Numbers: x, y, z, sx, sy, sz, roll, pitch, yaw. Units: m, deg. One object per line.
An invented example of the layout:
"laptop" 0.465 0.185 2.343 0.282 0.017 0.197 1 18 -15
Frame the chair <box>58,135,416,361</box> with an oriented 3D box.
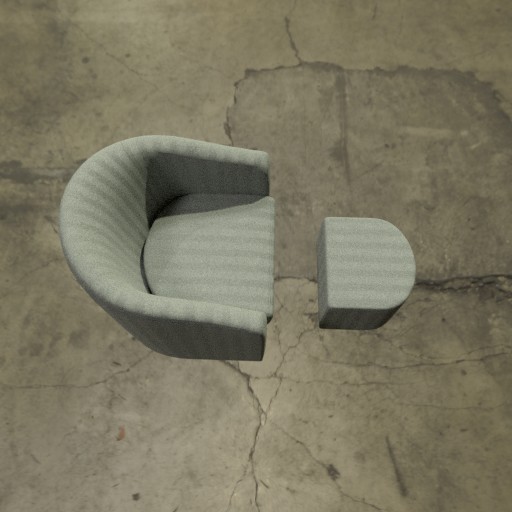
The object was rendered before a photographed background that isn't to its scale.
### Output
"chair" 0.000 0.000 1.772 1.288 0.757 0.756 2 64 1
